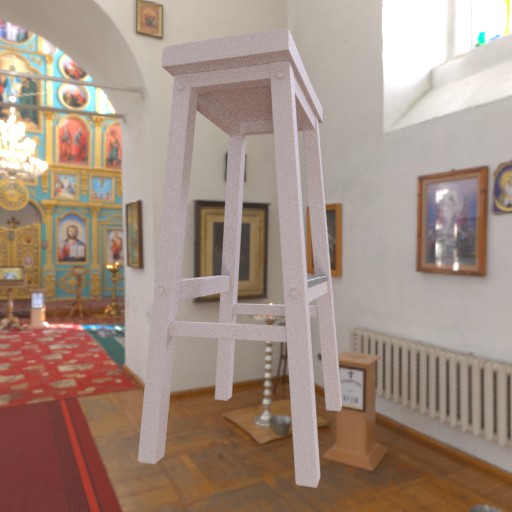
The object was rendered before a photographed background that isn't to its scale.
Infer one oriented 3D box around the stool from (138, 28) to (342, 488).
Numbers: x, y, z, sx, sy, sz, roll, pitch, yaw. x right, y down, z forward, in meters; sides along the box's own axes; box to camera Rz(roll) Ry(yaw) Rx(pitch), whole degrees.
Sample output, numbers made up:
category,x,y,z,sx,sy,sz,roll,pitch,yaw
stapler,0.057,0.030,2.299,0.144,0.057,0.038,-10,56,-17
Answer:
category,x,y,z,sx,sy,sz,roll,pitch,yaw
stool,0.000,0.000,0.946,0.322,0.742,0.406,0,-1,16
